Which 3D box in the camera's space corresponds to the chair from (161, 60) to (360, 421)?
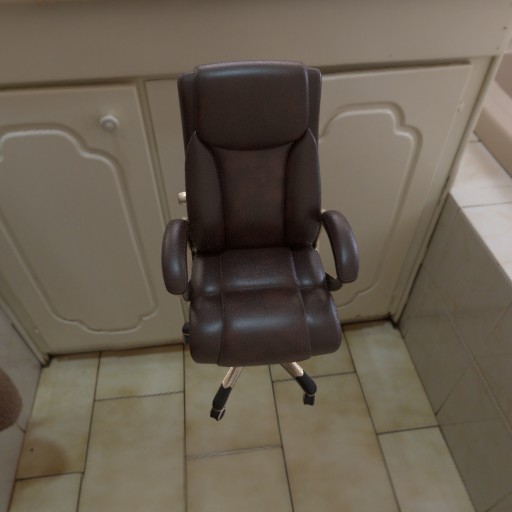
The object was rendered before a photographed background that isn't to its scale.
[{"bbox_3d":[0.000,0.000,1.678,0.692,1.194,0.749,-4,46,-4],"label":"chair"}]
